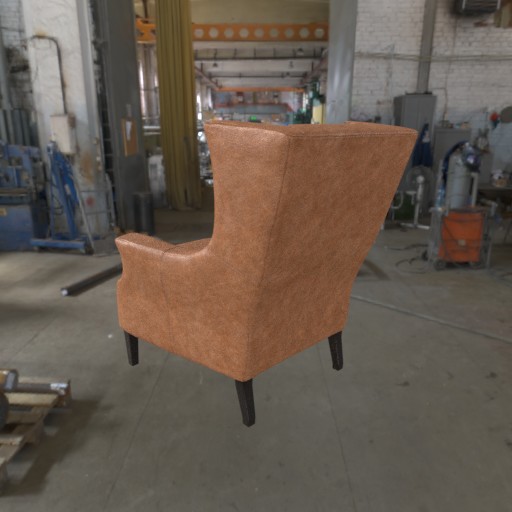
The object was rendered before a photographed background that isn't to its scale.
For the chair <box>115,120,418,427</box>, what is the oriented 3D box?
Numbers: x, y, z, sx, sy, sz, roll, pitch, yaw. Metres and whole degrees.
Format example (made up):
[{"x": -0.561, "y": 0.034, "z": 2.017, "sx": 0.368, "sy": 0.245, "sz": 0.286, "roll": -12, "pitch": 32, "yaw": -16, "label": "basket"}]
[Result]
[{"x": 0.000, "y": 0.000, "z": 1.745, "sx": 0.853, "sy": 1.016, "sz": 0.926, "roll": -15, "pitch": 22, "yaw": -42, "label": "chair"}]
